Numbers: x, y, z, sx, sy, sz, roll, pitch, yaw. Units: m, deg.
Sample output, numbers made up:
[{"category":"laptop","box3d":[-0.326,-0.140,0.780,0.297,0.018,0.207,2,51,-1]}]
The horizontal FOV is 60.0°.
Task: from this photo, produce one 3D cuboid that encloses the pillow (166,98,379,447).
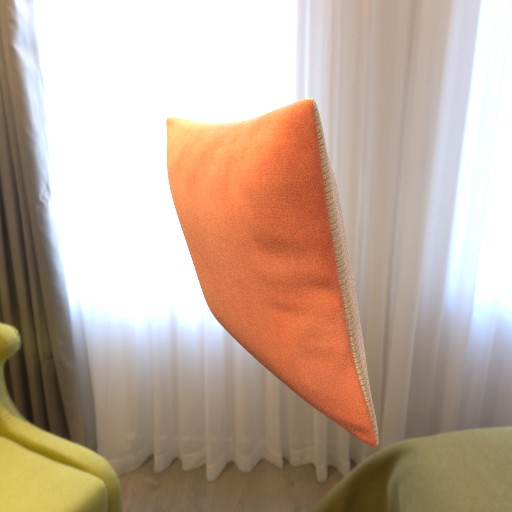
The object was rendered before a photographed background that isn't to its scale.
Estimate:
[{"category":"pillow","box3d":[0.000,0.000,0.644,0.177,0.401,0.424,-8,17,-27]}]
